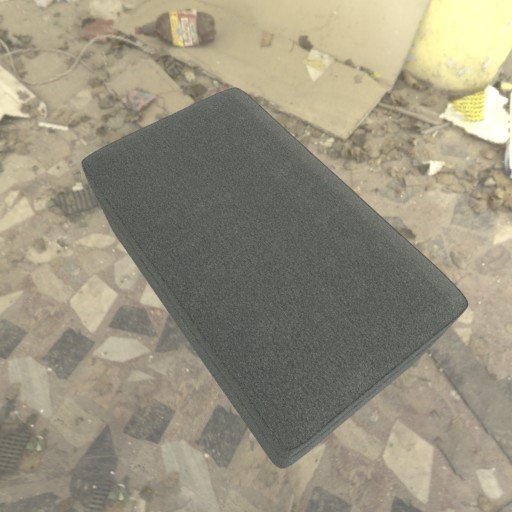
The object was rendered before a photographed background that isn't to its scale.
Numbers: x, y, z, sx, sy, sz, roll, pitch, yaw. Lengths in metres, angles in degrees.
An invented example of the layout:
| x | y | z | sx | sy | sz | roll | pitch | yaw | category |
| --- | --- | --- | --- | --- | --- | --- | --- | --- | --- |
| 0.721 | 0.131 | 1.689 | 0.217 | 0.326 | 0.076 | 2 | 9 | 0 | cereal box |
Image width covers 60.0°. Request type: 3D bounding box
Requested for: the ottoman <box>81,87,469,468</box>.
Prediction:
| x | y | z | sx | sy | sz | roll | pitch | yaw | category |
| --- | --- | --- | --- | --- | --- | --- | --- | --- | --- |
| 0.000 | 0.000 | 1.548 | 0.681 | 0.494 | 1.173 | -32 | 64 | -18 | ottoman |
